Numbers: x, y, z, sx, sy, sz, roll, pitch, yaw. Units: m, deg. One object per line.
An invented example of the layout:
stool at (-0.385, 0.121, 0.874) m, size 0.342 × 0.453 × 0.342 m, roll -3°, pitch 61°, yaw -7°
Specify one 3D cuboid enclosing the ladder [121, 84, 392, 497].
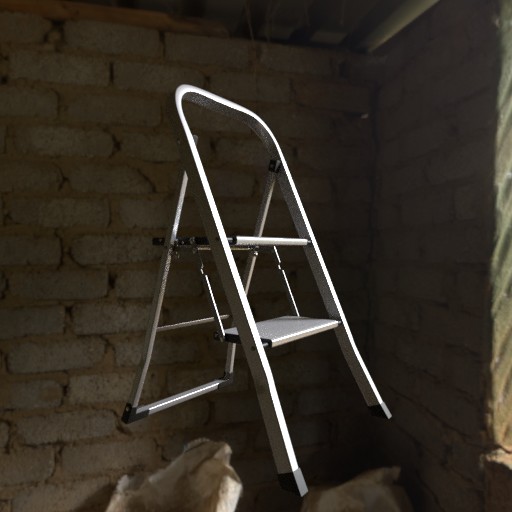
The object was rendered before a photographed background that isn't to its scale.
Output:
ladder at (0.000, 0.000, 1.106) m, size 0.530 × 0.830 × 0.465 m, roll 0°, pitch 1°, yaw 36°
